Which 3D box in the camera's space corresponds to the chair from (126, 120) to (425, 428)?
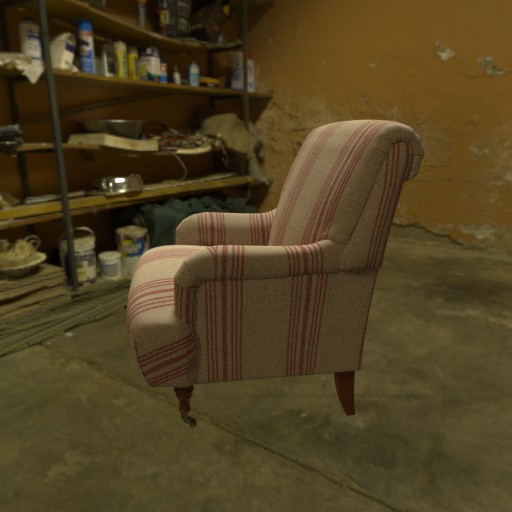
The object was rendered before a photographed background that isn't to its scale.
[{"bbox_3d":[0.000,0.000,1.914,1.058,1.123,0.933,-2,15,-9],"label":"chair"}]
